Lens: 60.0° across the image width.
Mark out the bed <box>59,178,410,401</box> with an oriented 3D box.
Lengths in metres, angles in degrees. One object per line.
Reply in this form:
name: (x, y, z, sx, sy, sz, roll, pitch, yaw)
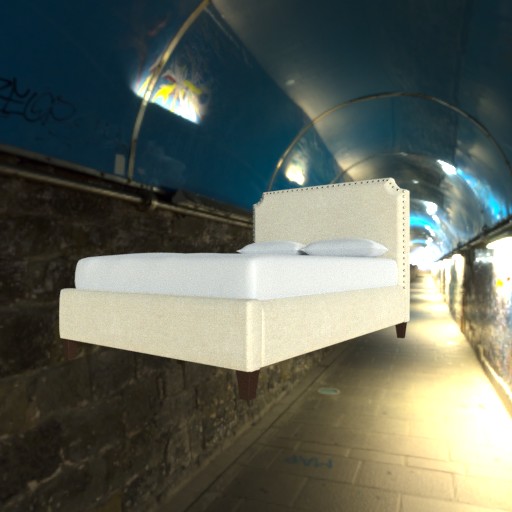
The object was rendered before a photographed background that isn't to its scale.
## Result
bed: (0.000, 0.000, 3.563, 1.713, 1.457, 2.381, -1, -1, 37)
